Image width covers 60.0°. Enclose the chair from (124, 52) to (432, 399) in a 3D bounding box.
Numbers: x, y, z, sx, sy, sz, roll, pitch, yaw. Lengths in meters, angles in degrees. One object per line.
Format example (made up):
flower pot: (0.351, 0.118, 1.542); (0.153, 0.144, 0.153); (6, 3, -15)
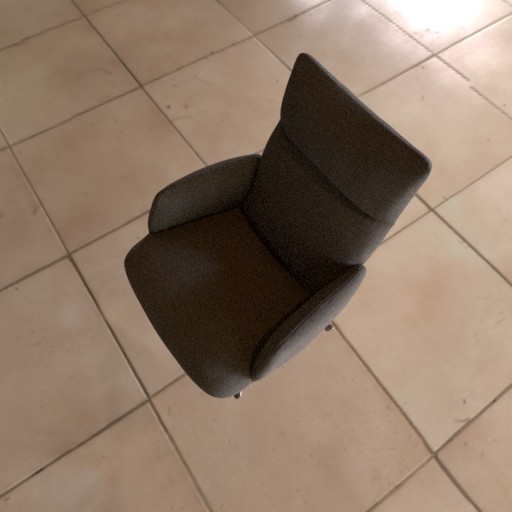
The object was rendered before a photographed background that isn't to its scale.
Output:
chair: (0.000, 0.000, 1.531); (0.831, 0.984, 0.702); (-33, 67, -16)
